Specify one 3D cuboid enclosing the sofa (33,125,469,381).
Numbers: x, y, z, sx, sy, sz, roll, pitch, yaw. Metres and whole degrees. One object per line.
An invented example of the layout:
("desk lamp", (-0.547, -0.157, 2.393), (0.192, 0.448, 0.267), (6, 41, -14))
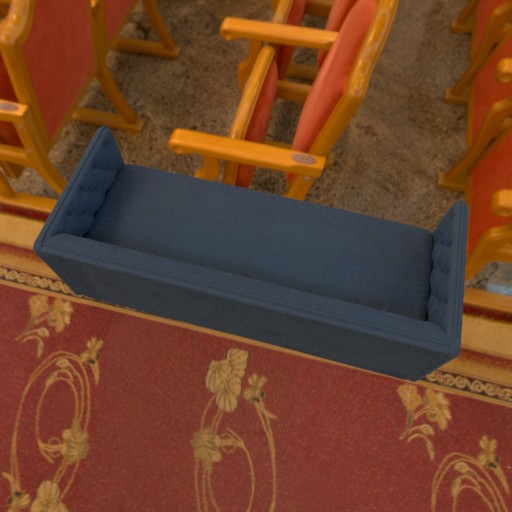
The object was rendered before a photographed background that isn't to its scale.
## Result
("sofa", (0.000, 0.000, 2.663), (2.209, 0.771, 0.895), (13, 64, 7))
